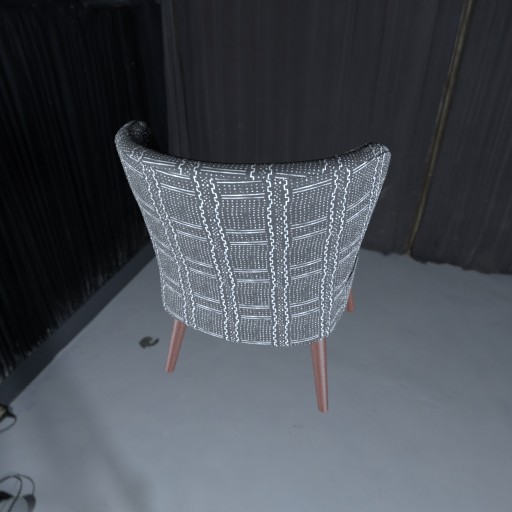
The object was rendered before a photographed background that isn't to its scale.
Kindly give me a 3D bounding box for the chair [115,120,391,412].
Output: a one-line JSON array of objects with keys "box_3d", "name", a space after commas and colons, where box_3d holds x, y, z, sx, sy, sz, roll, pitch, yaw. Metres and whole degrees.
[{"box_3d": [0.000, 0.000, 1.399, 0.710, 0.866, 0.758, 10, 34, 15], "name": "chair"}]
